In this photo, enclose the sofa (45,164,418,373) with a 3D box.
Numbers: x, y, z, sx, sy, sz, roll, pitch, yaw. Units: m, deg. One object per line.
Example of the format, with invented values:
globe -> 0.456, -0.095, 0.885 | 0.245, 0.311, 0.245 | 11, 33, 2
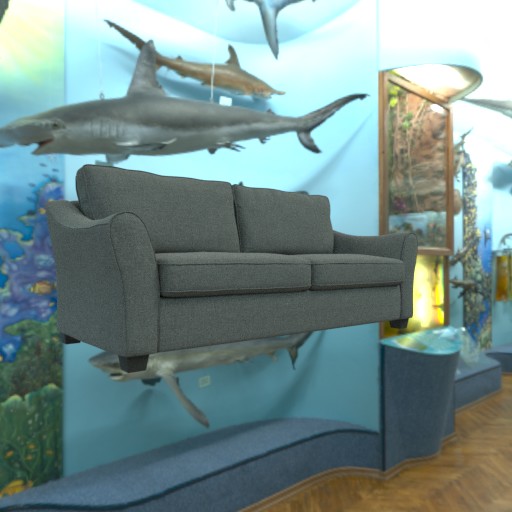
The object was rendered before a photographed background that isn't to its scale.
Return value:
sofa -> 0.000, 0.000, 2.739 | 2.203, 0.976, 1.013 | 1, -1, -39
